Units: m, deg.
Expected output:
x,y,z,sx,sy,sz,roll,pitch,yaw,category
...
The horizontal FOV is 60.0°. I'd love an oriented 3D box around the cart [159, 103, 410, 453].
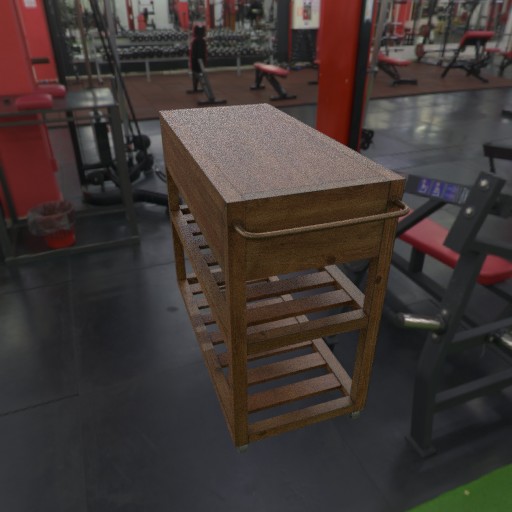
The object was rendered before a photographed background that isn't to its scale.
x,y,z,sx,sy,sz,roll,pitch,yaw,category
0.000,0.000,1.542,0.445,0.830,1.065,-10,31,-17,cart
